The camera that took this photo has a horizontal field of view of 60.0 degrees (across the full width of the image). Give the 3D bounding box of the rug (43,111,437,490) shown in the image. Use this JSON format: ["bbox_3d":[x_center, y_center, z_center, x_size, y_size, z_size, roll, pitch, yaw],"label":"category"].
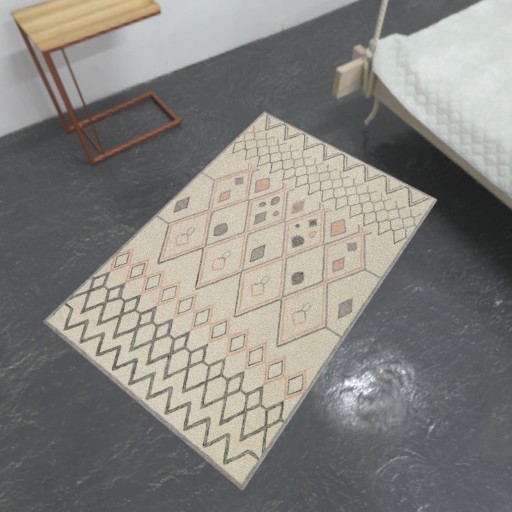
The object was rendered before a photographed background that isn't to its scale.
[{"bbox_3d":[0.000,0.000,2.339,1.219,0.016,1.829,33,65,18],"label":"rug"}]
